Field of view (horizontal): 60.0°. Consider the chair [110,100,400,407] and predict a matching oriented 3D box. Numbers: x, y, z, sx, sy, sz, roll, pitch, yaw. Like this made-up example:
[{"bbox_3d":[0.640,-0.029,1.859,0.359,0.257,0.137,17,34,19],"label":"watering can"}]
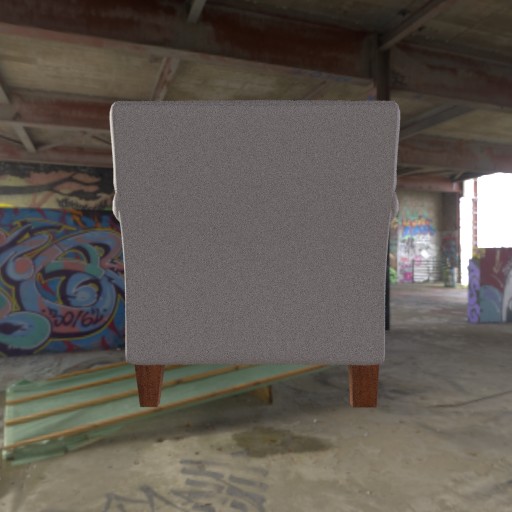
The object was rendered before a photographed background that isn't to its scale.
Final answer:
[{"bbox_3d":[0.000,0.000,1.853,0.955,1.038,1.070,0,0,0],"label":"chair"}]
